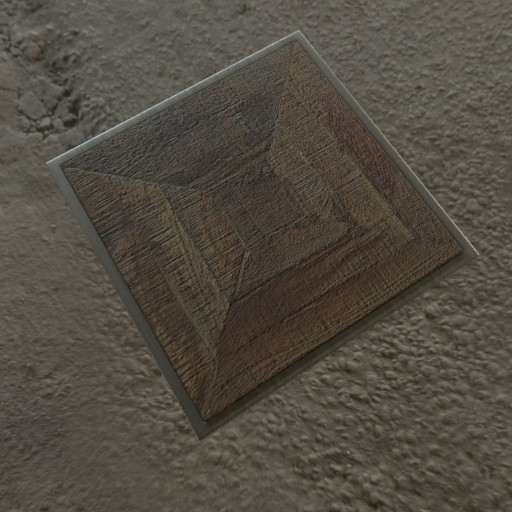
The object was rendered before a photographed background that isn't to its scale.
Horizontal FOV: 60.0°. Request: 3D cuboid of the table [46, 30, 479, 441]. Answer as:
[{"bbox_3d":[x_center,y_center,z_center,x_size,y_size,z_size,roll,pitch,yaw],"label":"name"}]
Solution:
[{"bbox_3d":[0.000,0.000,0.868,0.449,0.500,0.450,-31,76,-9],"label":"table"}]
